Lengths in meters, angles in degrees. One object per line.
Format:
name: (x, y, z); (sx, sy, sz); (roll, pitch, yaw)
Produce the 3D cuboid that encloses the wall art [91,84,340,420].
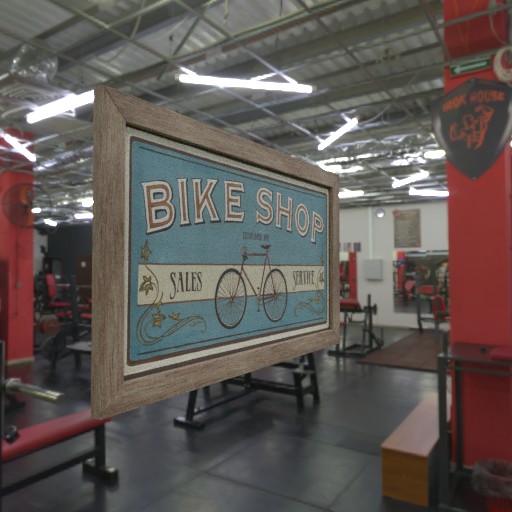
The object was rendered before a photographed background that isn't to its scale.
wall art: (0.000, 0.000, 0.952); (0.021, 0.480, 0.780); (-1, -2, 36)
